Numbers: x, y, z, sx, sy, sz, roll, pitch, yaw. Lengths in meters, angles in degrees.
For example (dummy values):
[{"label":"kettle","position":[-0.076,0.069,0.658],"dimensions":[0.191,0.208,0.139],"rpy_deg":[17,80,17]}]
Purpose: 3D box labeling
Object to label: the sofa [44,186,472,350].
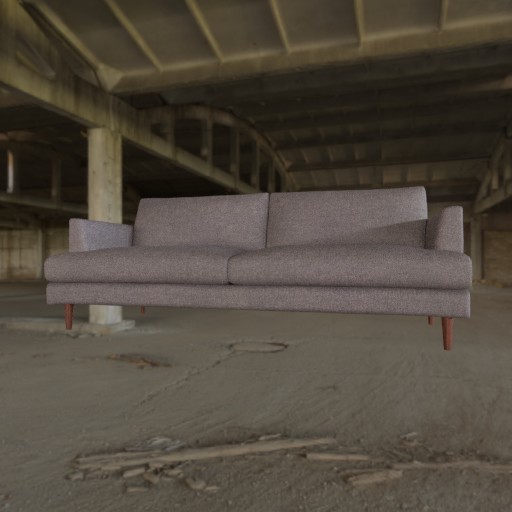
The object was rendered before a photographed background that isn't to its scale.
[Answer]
[{"label":"sofa","position":[0.000,0.000,2.704],"dimensions":[2.250,0.868,1.020],"rpy_deg":[0,-1,17]}]
